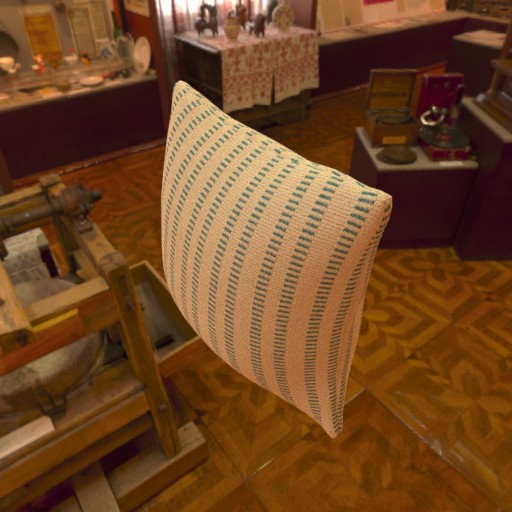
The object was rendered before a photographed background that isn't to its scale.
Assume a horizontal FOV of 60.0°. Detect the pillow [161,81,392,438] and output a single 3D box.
[{"bbox_3d":[0.000,0.000,0.680,0.247,0.419,0.438,-24,44,-27],"label":"pillow"}]
